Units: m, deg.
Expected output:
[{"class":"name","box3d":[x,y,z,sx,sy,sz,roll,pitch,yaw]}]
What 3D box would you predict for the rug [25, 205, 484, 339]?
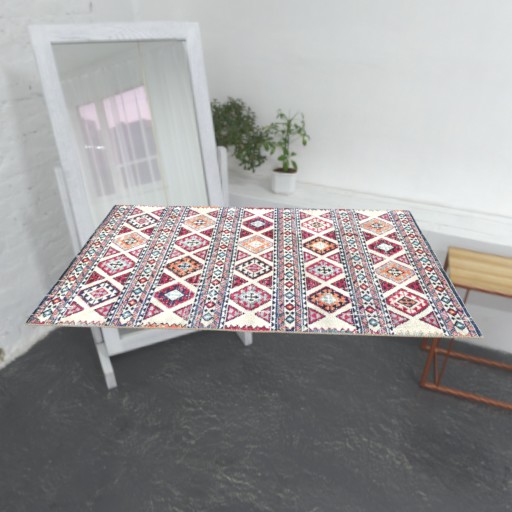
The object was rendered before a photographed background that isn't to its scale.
[{"class":"rug","box3d":[0.000,0.000,2.995,2.440,0.010,1.545,1,31,2]}]
